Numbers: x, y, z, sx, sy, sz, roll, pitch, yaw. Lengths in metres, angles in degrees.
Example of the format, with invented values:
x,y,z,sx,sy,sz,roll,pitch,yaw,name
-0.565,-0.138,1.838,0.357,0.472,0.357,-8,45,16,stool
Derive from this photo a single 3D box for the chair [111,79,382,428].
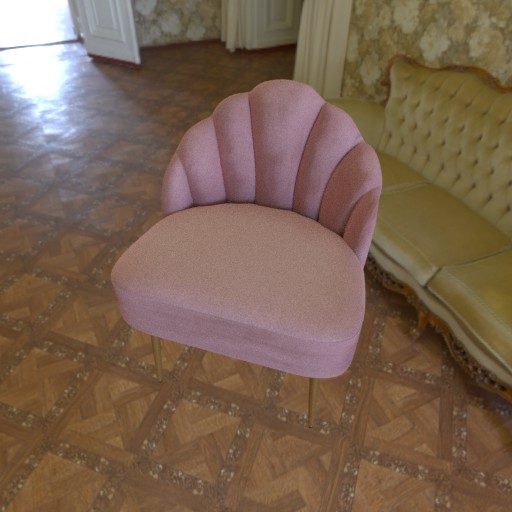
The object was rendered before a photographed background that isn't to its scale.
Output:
x,y,z,sx,sy,sz,roll,pitch,yaw,name
0.000,0.000,1.285,0.657,0.819,0.599,12,42,14,chair
